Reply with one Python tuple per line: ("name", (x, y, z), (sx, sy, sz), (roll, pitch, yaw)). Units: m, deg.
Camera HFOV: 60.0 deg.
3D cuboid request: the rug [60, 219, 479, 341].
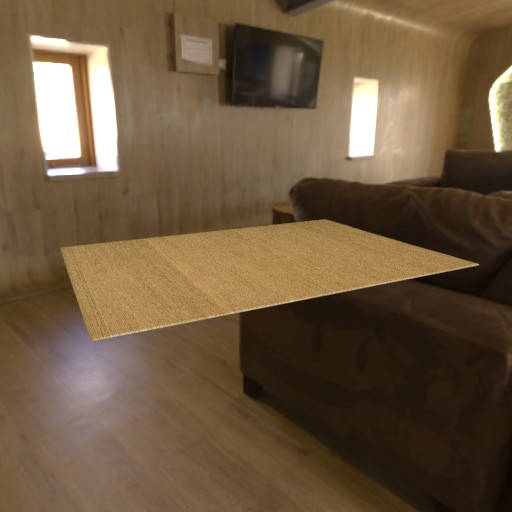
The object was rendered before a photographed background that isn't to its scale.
("rug", (0.000, 0.000, 5.062), (3.935, 0.025, 2.782), (-8, 18, -26))
